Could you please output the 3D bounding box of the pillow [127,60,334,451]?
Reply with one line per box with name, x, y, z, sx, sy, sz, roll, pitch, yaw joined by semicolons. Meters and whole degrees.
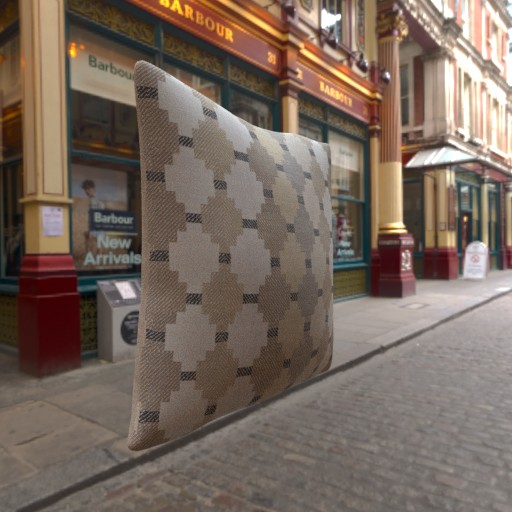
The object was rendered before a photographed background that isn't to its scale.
pillow;0.000;0.000;0.842;0.192;0.558;0.578;1;1;37
